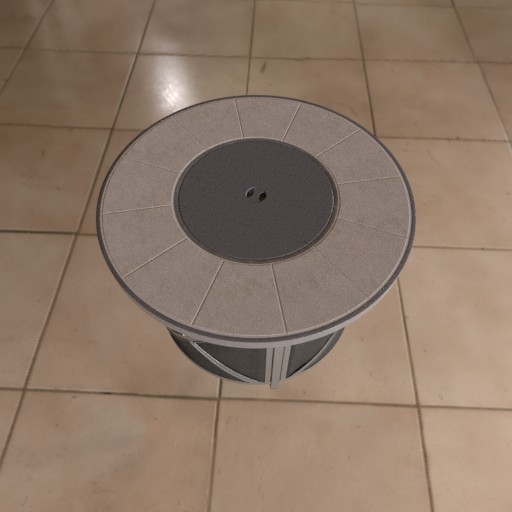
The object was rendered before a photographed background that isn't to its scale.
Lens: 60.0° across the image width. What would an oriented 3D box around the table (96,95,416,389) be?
[{"bbox_3d":[0.000,0.000,1.562,0.914,0.650,0.914,0,57,0],"label":"table"}]
